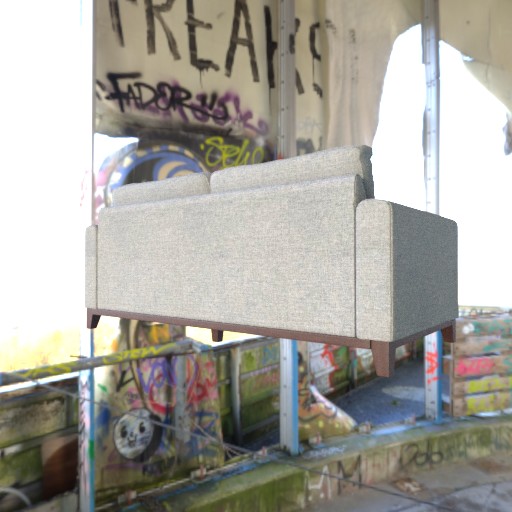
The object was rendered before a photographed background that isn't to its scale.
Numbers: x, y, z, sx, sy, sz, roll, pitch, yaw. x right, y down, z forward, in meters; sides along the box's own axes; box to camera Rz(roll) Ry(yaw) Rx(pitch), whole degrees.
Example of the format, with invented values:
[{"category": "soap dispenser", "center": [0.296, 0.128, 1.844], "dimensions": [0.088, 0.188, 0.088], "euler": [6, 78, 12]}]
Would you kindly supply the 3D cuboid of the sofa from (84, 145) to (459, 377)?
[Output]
[{"category": "sofa", "center": [0.000, 0.000, 2.533], "dimensions": [1.978, 0.892, 0.969], "euler": [-1, -1, 38]}]
